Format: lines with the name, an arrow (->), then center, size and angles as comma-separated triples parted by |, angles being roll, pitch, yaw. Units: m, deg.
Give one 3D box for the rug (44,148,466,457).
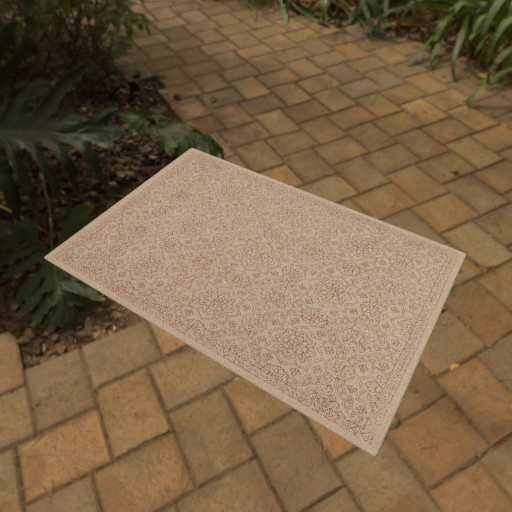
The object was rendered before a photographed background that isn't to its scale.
rug -> 0.000, 0.000, 2.301 | 1.829, 0.010, 1.219 | 25, 51, 22
